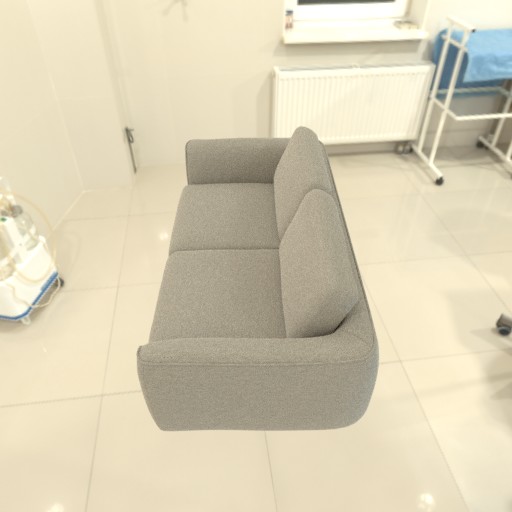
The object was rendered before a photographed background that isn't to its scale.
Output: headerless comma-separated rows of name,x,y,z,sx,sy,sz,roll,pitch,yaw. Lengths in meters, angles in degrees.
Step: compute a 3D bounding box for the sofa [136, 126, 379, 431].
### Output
sofa,0.000,0.000,2.246,0.920,0.850,1.700,0,41,0
